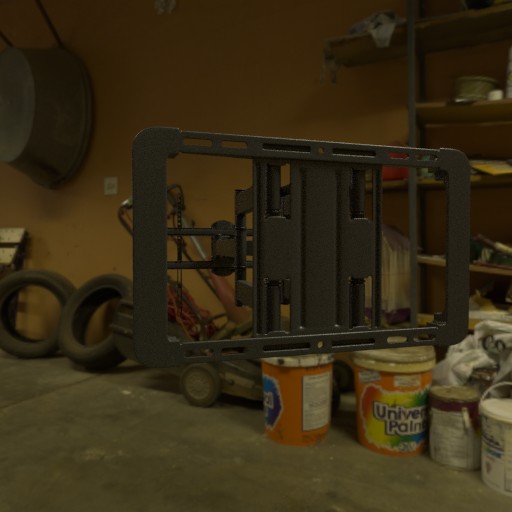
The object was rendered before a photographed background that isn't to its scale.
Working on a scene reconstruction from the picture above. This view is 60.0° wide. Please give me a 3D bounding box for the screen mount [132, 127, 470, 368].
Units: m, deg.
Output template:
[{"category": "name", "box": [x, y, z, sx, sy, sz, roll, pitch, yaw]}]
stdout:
[{"category": "screen mount", "box": [0.000, 0.000, 1.318, 0.725, 0.483, 0.905, 0, 1, -17]}]
